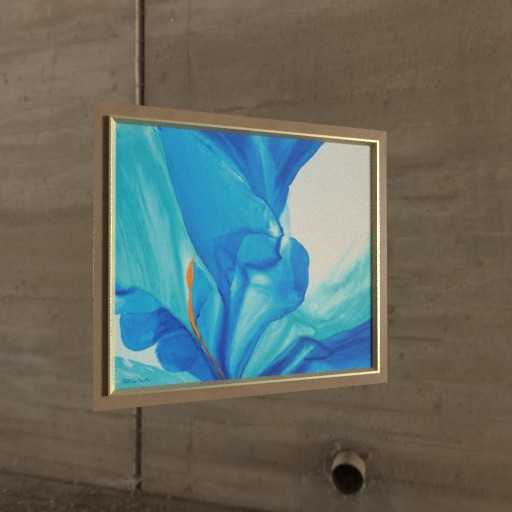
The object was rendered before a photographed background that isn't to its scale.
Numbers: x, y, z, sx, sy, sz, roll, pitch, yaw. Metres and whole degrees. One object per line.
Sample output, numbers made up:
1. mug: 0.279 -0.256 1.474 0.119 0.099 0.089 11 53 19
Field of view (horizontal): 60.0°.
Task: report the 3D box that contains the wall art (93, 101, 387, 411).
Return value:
1. wall art: 0.000 0.000 1.698 1.168 1.067 0.025 0 -1 -18
